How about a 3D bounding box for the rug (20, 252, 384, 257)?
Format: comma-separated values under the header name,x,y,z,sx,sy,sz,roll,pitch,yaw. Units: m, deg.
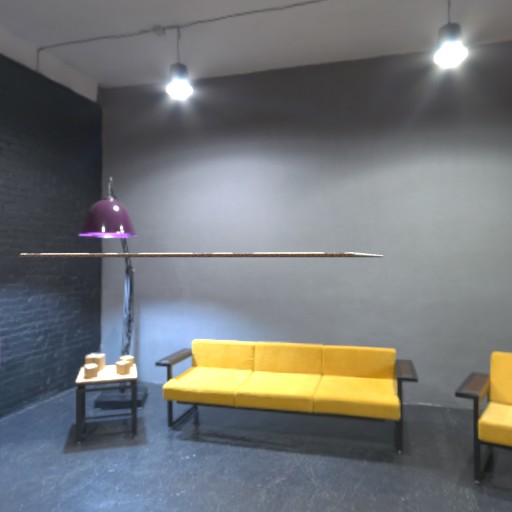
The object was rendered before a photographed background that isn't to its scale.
name,x,y,z,sx,sy,sz,roll,pitch,yaw
rug,0.000,0.000,2.922,1.521,0.017,2.365,0,0,19
